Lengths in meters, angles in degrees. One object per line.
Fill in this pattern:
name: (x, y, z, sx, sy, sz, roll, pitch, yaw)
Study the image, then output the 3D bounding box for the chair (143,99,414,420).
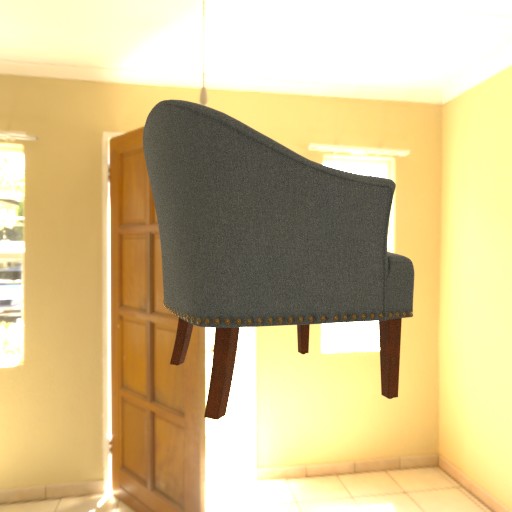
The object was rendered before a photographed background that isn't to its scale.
chair: (0.000, 0.000, 1.450, 0.704, 0.815, 0.798, 0, 1, -19)
